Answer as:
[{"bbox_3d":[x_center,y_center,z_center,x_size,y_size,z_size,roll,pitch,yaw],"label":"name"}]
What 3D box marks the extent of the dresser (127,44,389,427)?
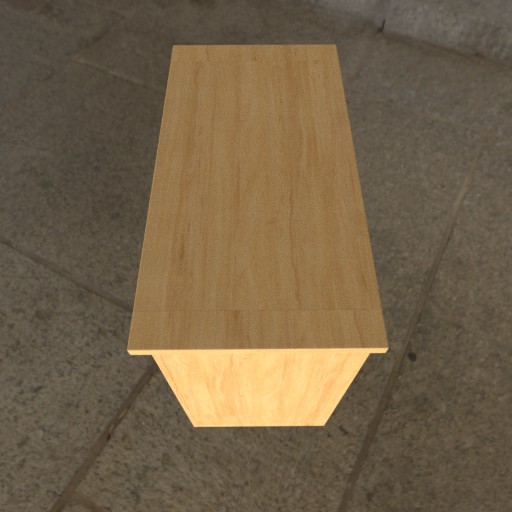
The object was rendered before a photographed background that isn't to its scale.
[{"bbox_3d":[0.000,0.000,1.214,0.410,0.730,0.800,0,58,0],"label":"dresser"}]
